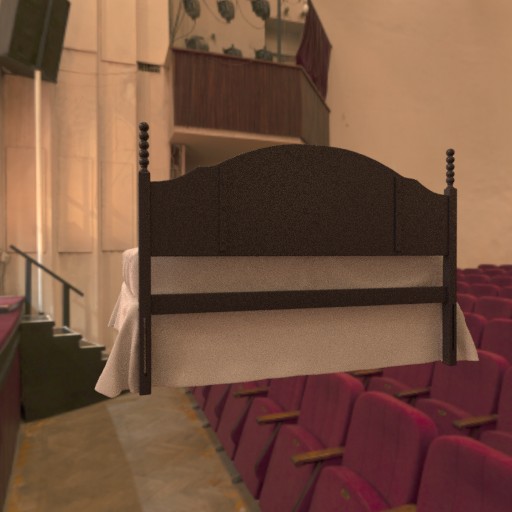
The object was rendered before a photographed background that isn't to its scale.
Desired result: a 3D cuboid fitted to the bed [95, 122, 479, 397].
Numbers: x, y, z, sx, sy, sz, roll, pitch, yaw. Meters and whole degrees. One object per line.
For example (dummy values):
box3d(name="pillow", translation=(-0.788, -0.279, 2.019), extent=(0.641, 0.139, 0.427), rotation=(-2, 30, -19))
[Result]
box3d(name="bed", translation=(0.000, 0.000, 3.509), extent=(2.322, 1.355, 2.219), rotation=(0, 1, -18))
